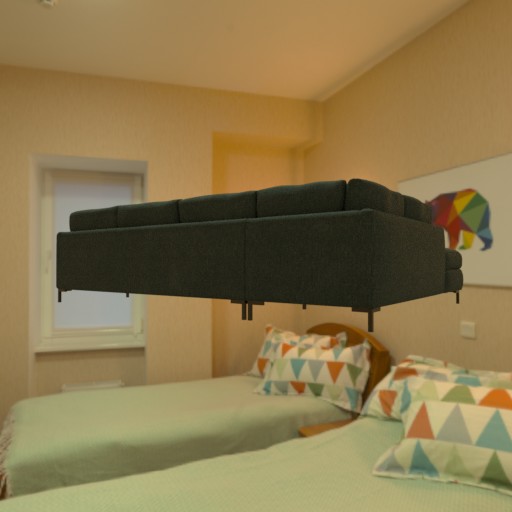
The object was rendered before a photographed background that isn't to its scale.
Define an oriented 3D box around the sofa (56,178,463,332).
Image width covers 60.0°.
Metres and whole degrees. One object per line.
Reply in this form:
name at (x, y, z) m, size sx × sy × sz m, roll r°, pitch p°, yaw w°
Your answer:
sofa at (0.000, 0.000, 3.842) m, size 2.949 × 0.815 × 2.007 m, roll -1°, pitch -1°, yaw 36°
